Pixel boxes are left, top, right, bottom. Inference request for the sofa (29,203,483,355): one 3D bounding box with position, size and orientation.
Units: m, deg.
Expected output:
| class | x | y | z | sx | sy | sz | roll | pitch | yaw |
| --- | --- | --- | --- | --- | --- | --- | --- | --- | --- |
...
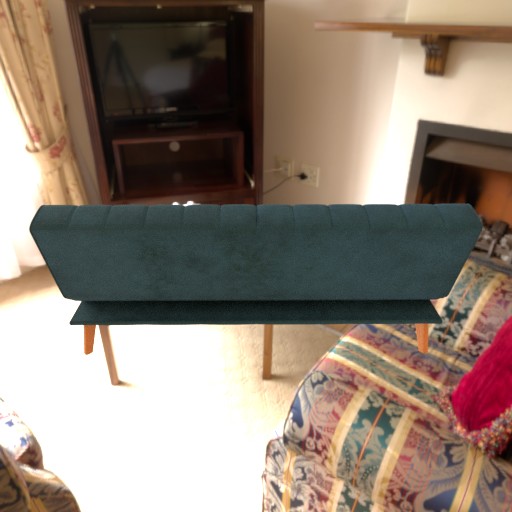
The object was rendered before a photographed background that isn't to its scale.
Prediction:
| class | x | y | z | sx | sy | sz | roll | pitch | yaw |
| --- | --- | --- | --- | --- | --- | --- | --- | --- | --- |
| sofa | 0.000 | 0.000 | 2.305 | 1.804 | 0.813 | 0.855 | 0 | 29 | 0 |
